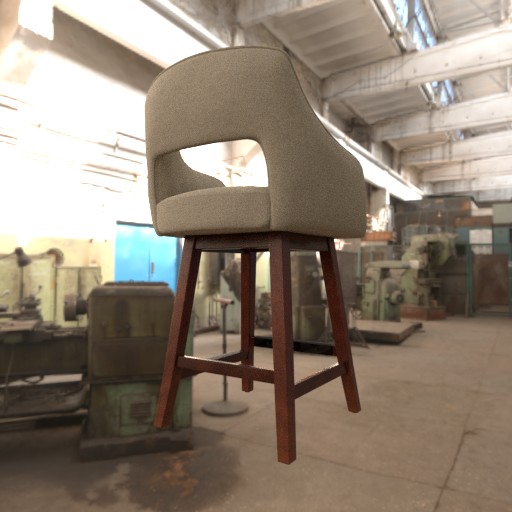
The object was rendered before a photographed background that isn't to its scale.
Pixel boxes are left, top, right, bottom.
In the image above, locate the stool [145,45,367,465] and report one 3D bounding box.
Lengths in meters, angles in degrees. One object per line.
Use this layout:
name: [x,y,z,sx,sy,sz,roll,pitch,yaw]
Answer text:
stool: [0.000,0.000,1.254,0.550,0.936,0.560,-1,-2,34]
